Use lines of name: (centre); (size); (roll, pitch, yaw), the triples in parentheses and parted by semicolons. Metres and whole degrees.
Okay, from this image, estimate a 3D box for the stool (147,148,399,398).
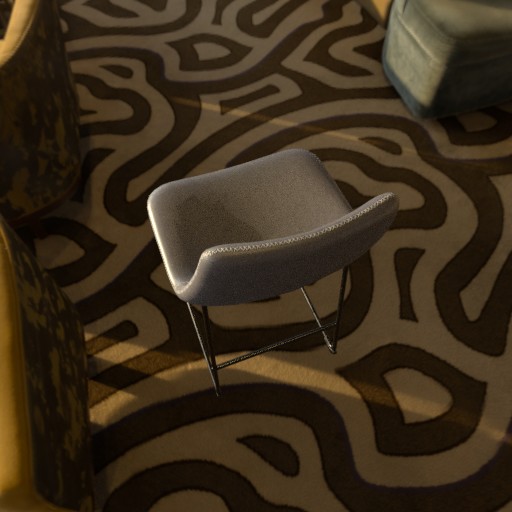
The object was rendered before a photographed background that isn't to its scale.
stool: (0.000, 0.000, 1.185); (0.470, 0.876, 0.546); (-18, 60, -11)
